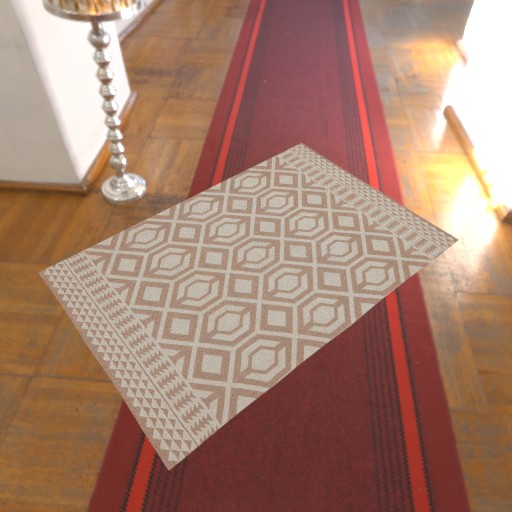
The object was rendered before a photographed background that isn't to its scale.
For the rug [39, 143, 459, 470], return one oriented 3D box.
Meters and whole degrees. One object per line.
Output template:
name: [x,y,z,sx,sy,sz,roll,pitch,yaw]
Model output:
rug: [0.000,0.000,2.308,1.829,0.008,1.219,-31,54,-26]
